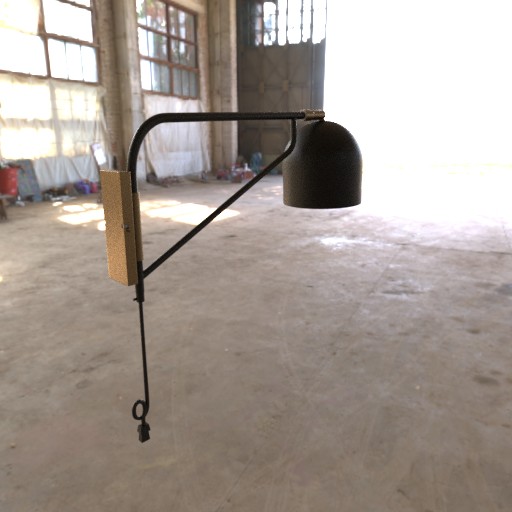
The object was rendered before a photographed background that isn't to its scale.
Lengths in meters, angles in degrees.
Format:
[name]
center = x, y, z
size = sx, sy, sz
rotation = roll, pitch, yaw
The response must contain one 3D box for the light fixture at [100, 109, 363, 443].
[light fixture]
center = 0.000, 0.000, 1.077
size = 0.720, 0.696, 0.215
rotation = -14, 20, -43
